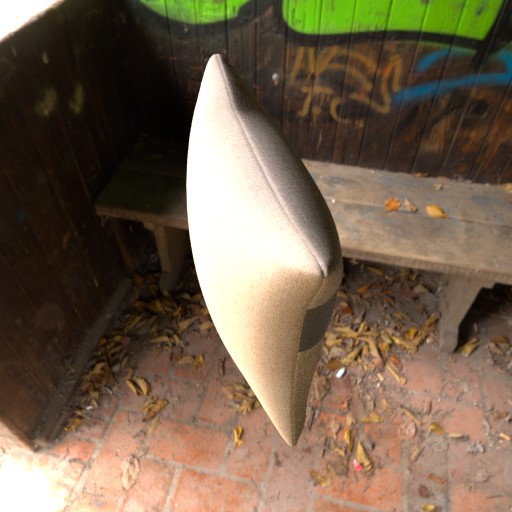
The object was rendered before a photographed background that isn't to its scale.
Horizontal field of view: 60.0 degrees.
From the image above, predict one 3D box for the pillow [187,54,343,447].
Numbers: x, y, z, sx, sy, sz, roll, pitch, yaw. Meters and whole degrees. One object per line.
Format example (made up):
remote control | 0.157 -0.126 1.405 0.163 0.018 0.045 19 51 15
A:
pillow | 0.000 0.000 0.627 0.173 0.399 0.414 -12 49 -10
